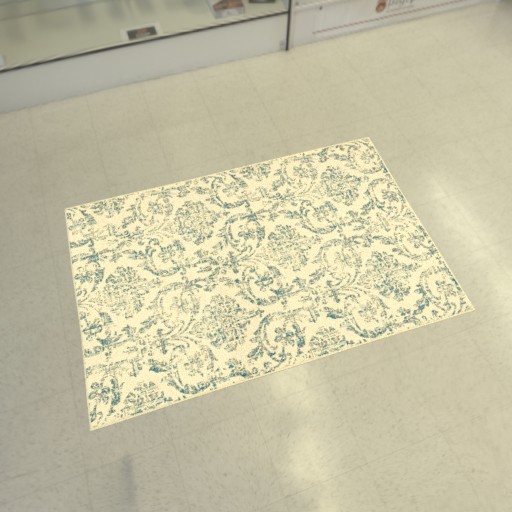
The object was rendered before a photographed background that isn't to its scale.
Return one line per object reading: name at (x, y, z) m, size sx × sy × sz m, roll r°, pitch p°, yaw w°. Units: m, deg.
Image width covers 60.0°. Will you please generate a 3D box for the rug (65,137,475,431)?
rug at (0.000, 0.000, 3.431) m, size 2.746 × 0.018 × 1.819 m, roll -15°, pitch 60°, yaw -9°
